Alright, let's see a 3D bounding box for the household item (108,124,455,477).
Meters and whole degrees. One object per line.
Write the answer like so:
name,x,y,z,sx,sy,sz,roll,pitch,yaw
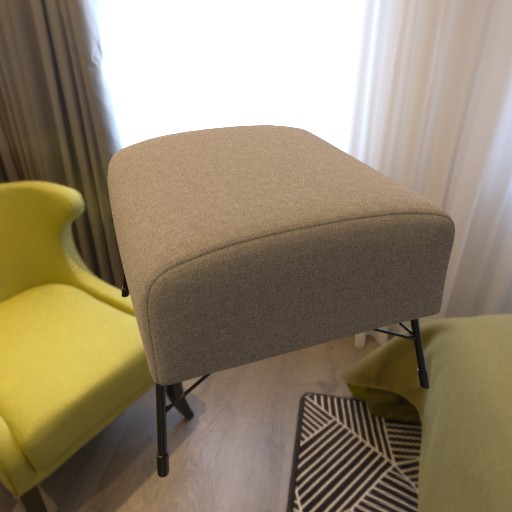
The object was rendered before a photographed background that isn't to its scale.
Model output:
household item,0.000,0.000,0.886,0.530,0.410,0.530,-11,33,-18
